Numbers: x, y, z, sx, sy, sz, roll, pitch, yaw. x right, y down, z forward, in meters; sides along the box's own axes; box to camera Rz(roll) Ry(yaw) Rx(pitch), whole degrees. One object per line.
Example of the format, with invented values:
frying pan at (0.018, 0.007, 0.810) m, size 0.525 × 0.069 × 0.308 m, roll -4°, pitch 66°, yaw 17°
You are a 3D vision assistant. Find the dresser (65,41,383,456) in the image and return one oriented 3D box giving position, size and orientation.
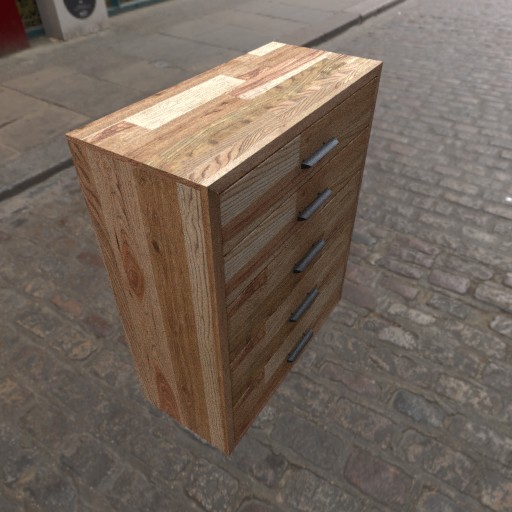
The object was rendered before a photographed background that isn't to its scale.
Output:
dresser at (0.000, 0.000, 1.691) m, size 0.480 × 1.243 × 0.966 m, roll 23°, pitch 46°, yaw 25°
